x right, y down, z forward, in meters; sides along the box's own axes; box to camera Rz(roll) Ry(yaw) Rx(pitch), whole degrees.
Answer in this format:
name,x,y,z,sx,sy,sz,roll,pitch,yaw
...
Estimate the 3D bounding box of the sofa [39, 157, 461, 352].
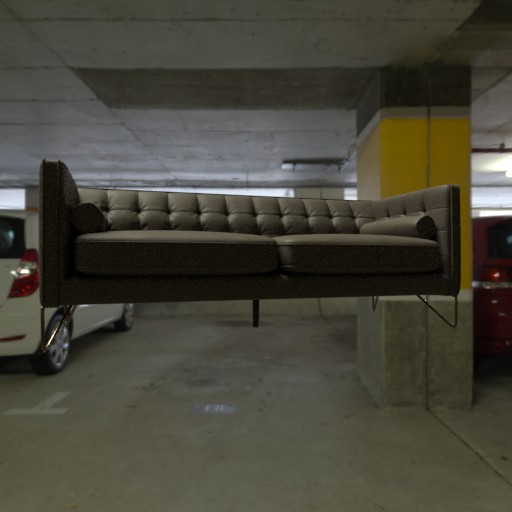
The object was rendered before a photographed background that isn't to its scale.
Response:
name,x,y,z,sx,sy,sz,roll,pitch,yaw
sofa,0.000,0.000,2.462,2.087,0.789,0.867,0,-1,-18
